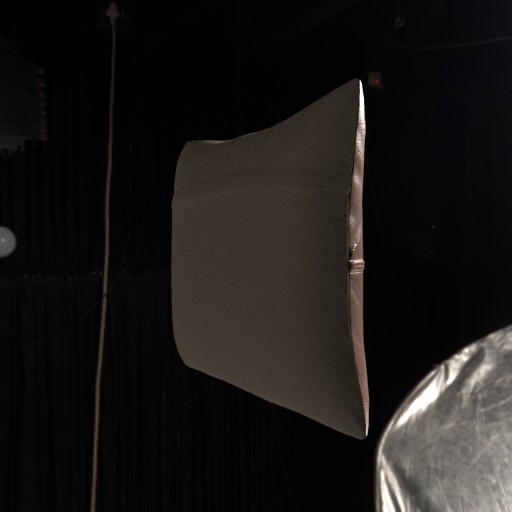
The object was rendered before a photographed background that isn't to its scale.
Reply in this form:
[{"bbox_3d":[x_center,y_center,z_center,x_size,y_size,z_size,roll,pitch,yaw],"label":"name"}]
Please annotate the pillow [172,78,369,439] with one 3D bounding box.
[{"bbox_3d":[0.000,0.000,0.753,0.192,0.470,0.484,-1,1,-37],"label":"pillow"}]
